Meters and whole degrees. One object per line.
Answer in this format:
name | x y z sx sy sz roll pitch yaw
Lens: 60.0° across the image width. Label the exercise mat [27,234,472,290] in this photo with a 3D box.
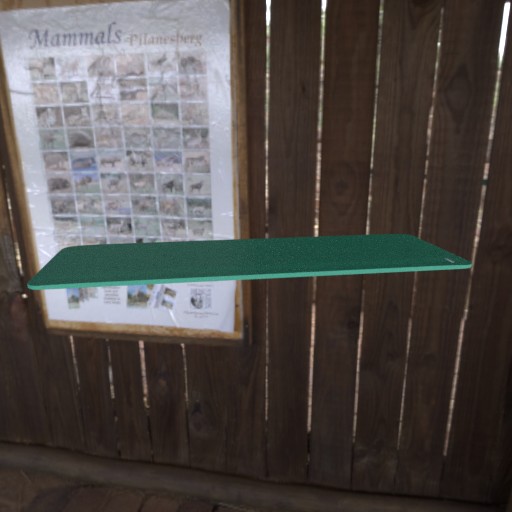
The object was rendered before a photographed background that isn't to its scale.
exercise mat | 0.000 0.000 2.084 1.869 0.021 0.616 -2 16 -9
